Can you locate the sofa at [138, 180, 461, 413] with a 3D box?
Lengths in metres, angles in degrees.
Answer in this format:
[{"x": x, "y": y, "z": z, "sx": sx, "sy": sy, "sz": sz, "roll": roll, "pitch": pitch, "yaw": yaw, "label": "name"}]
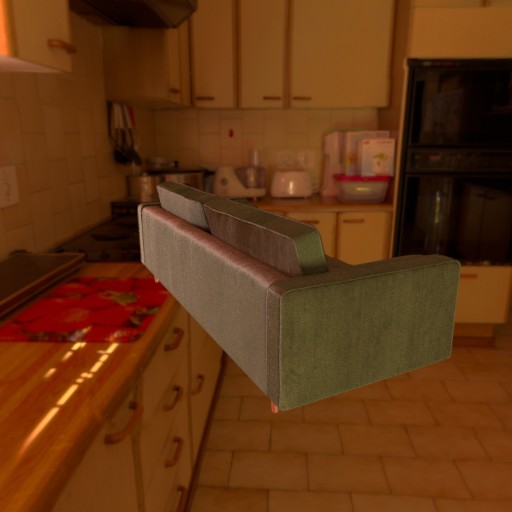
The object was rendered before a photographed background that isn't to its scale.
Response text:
[{"x": 0.000, "y": 0.000, "z": 2.684, "sx": 0.918, "sy": 0.769, "sz": 2.199, "roll": -8, "pitch": 17, "yaw": -26, "label": "sofa"}]
